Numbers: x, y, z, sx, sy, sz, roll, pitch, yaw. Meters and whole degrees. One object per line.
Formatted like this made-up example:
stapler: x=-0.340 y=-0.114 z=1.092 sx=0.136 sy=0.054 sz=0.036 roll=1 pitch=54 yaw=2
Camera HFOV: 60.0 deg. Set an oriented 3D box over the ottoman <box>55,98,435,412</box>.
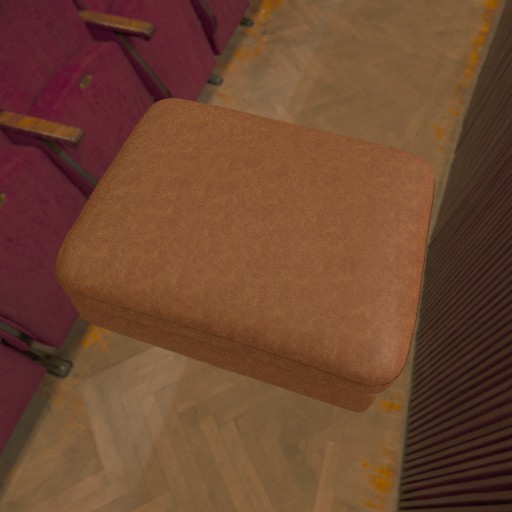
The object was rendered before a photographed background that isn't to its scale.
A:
ottoman: x=0.000 y=0.000 z=1.122 sx=0.747 sy=0.478 sz=0.593 roll=15 pitch=60 yaw=9
